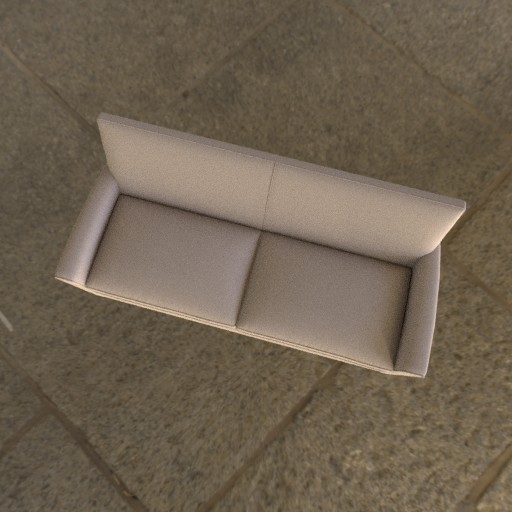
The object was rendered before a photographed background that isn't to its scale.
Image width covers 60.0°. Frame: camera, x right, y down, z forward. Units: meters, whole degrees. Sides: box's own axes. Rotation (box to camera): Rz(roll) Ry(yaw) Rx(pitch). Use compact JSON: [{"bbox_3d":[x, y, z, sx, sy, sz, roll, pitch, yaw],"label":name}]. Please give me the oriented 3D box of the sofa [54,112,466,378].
[{"bbox_3d":[0.000,0.000,2.523,2.000,0.846,0.875,15,76,4],"label":"sofa"}]
